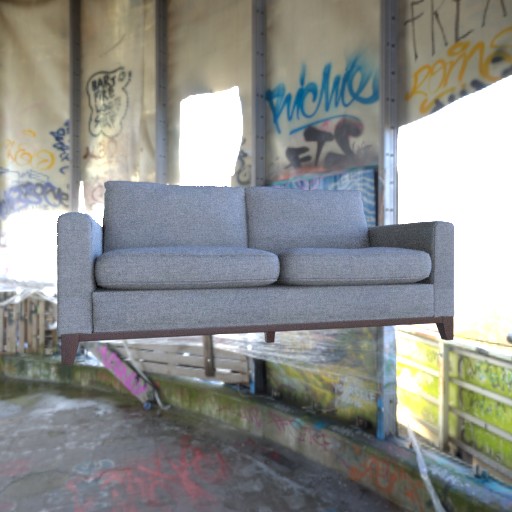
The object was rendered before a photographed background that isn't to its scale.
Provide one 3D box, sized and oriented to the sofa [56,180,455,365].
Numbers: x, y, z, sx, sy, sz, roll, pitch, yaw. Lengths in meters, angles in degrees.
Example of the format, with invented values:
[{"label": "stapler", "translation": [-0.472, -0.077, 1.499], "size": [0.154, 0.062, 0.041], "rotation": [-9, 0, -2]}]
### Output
[{"label": "sofa", "translation": [0.000, 0.000, 2.513], "size": [1.978, 0.892, 0.969], "rotation": [0, 0, -16]}]
